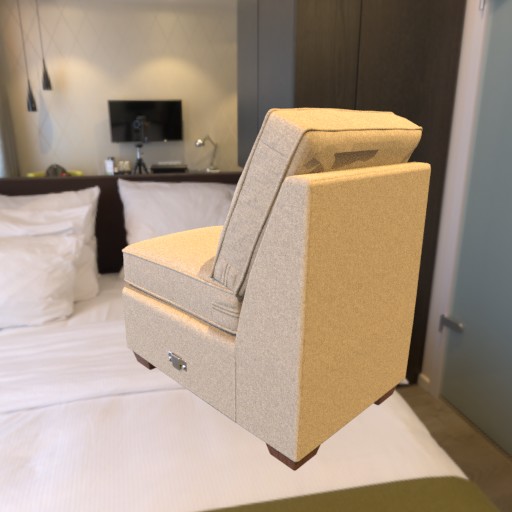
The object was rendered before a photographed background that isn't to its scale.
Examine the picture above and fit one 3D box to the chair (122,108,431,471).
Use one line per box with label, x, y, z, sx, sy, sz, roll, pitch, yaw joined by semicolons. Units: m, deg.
chair;0.000;0.000;1.710;0.674;1.058;1.020;-15;22;-42
